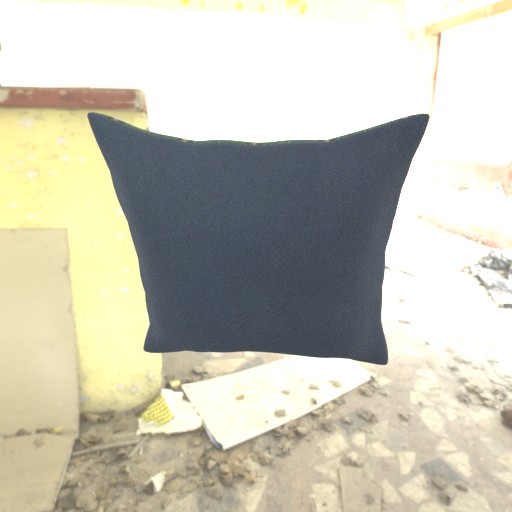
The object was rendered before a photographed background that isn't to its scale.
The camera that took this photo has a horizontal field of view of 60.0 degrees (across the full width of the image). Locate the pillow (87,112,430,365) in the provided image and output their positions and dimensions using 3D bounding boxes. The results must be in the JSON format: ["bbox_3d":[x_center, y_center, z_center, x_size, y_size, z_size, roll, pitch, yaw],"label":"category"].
[{"bbox_3d":[0.000,0.000,0.697,0.453,0.430,0.200,2,17,8],"label":"pillow"}]
